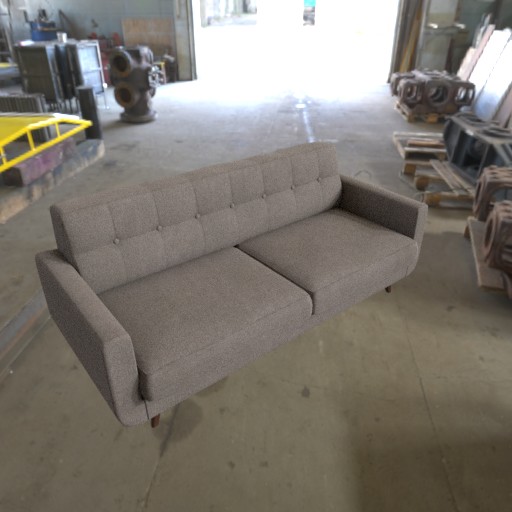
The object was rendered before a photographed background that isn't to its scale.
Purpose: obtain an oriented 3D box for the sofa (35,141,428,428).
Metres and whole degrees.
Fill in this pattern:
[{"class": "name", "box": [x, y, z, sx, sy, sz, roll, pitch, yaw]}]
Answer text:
[{"class": "sofa", "box": [0.000, 0.000, 2.452, 2.029, 0.841, 0.909, -22, 36, -33]}]
